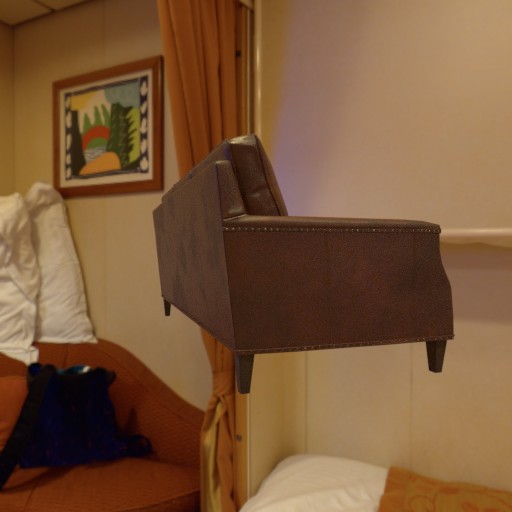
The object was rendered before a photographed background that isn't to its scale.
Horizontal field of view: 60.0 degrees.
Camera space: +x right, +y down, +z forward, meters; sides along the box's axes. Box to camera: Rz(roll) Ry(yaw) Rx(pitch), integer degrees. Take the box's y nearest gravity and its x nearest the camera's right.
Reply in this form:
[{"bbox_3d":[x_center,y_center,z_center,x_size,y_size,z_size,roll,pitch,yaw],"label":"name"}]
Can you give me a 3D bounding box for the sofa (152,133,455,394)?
[{"bbox_3d":[0.000,0.000,2.789,1.084,1.003,2.240,0,1,-19],"label":"sofa"}]
